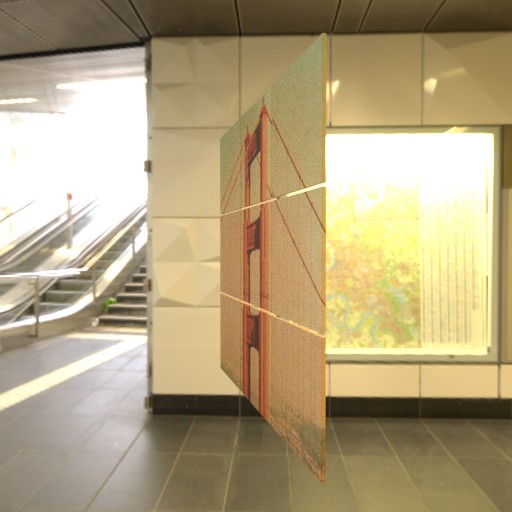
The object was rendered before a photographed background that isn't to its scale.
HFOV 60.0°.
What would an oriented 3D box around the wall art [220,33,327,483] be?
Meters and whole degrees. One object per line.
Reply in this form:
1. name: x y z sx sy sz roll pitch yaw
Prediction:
1. wall art: 0.000 0.000 1.779 0.013 1.219 1.214 0 1 -18
